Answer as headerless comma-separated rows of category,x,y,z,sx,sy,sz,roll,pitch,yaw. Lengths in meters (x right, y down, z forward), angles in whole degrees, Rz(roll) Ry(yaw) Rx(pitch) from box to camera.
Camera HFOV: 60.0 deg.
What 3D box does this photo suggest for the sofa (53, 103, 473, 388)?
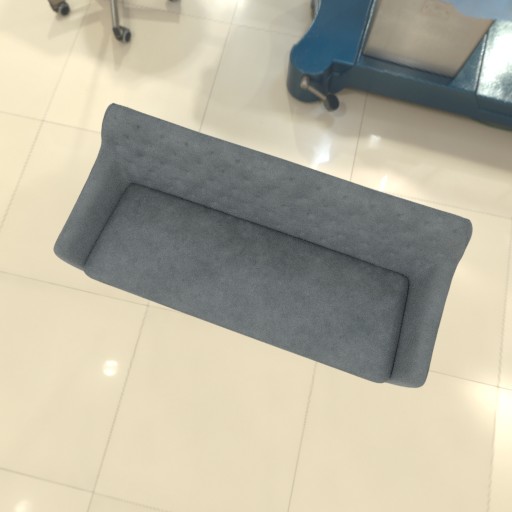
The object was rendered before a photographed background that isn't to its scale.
sofa,0.000,0.000,2.410,1.975,0.832,0.841,19,76,5
